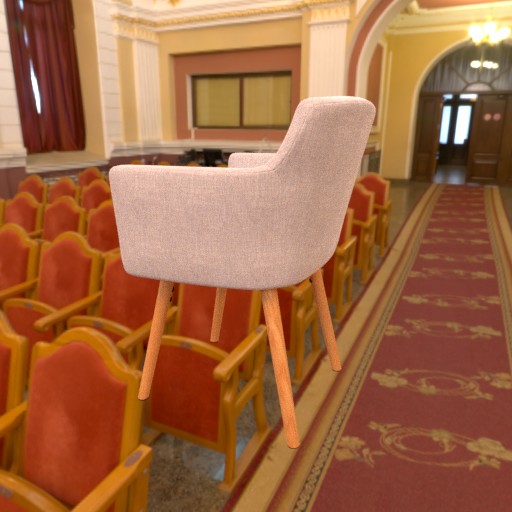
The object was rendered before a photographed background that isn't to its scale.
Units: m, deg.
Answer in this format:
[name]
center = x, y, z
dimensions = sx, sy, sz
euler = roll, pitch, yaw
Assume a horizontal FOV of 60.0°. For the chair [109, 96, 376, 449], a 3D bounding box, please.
[chair]
center = 0.000, 0.000, 1.172
dimensions = 0.540, 0.780, 0.570
euler = 8, 18, 25
